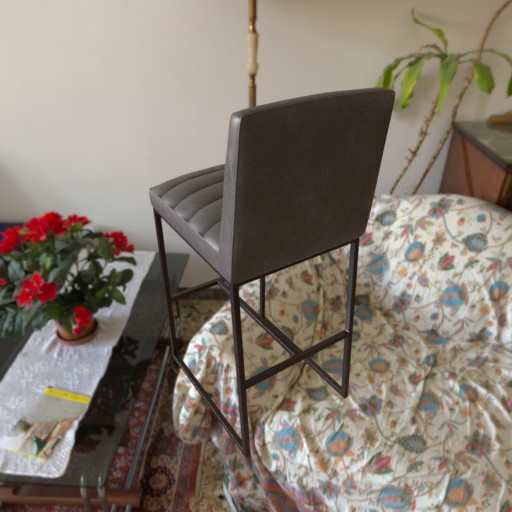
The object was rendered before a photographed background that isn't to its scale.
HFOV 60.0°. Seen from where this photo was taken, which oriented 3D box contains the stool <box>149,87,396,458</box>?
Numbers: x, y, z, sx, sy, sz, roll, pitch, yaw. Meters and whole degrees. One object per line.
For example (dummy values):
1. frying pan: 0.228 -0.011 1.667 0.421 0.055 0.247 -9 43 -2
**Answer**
1. stool: 0.000 0.000 1.402 0.463 1.065 0.562 -19 36 -29
